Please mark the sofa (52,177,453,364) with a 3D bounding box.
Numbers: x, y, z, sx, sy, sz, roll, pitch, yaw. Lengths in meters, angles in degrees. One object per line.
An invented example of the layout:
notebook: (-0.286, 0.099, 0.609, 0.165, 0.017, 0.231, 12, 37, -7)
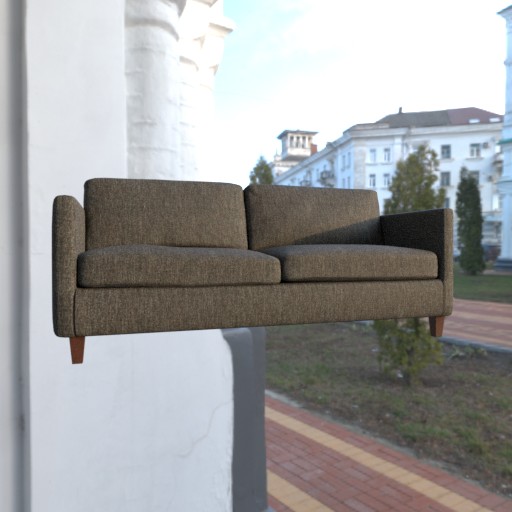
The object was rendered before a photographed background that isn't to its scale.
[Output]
sofa: (0.000, 0.000, 2.723, 2.208, 0.960, 0.948, 0, 1, -18)
